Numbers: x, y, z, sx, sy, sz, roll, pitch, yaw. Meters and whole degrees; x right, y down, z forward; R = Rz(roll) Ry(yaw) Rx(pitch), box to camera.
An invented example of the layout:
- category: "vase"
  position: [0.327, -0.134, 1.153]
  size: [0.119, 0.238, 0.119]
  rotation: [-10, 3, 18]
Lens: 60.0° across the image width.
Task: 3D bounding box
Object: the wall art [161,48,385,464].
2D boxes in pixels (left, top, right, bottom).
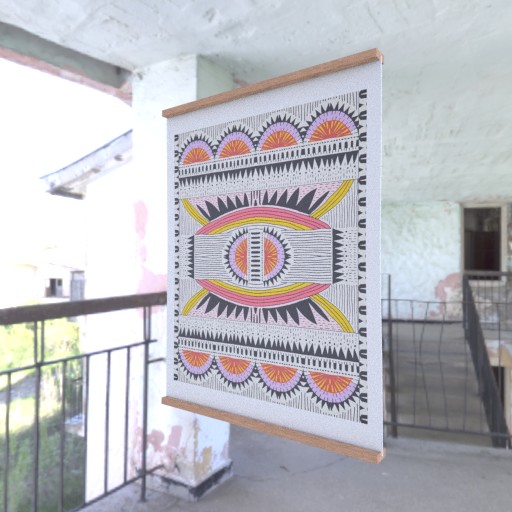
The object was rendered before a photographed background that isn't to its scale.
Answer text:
- category: "wall art"
  position: [0.000, 0.000, 0.690]
  size: [0.403, 0.527, 0.028]
  rotation: [0, -1, 36]
